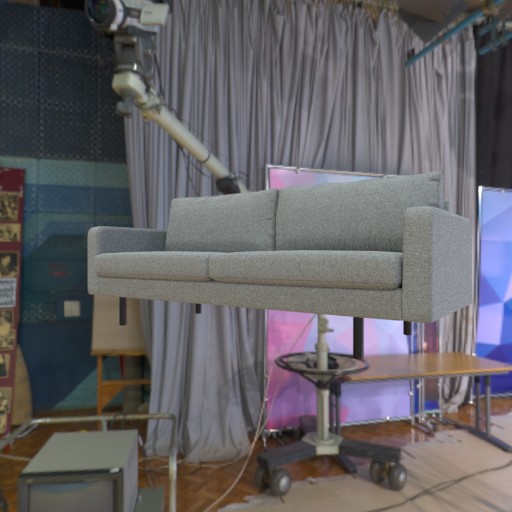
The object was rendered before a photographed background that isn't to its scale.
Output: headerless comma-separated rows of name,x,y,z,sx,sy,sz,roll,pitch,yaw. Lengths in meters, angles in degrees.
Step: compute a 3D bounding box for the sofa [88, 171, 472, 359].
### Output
sofa,0.000,0.000,2.635,2.200,0.880,0.880,0,0,36
